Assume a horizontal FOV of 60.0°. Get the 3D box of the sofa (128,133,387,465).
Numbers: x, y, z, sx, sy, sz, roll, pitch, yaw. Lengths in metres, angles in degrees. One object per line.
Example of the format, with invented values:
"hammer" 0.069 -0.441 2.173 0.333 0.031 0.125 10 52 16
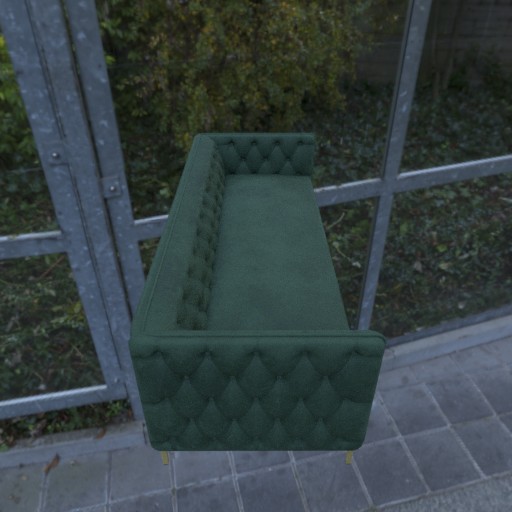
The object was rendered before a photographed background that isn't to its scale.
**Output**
"sofa" 0.000 0.000 2.585 0.895 0.771 2.209 0 34 0
